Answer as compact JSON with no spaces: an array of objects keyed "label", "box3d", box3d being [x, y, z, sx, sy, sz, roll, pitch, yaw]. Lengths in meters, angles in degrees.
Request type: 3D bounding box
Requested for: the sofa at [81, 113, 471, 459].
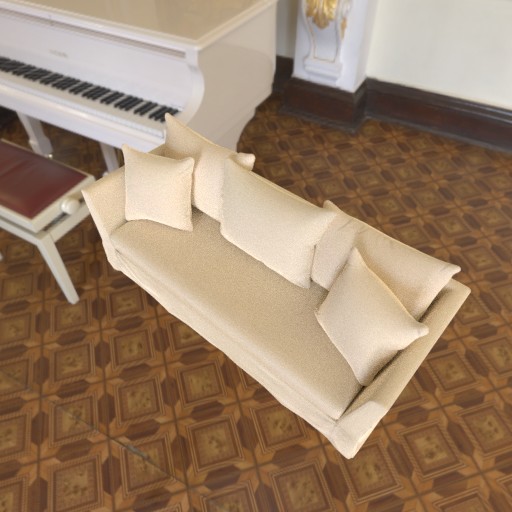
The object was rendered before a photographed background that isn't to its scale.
[{"label":"sofa","box3d":[0.000,0.000,3.028,2.484,1.042,1.030,33,55,26]}]
